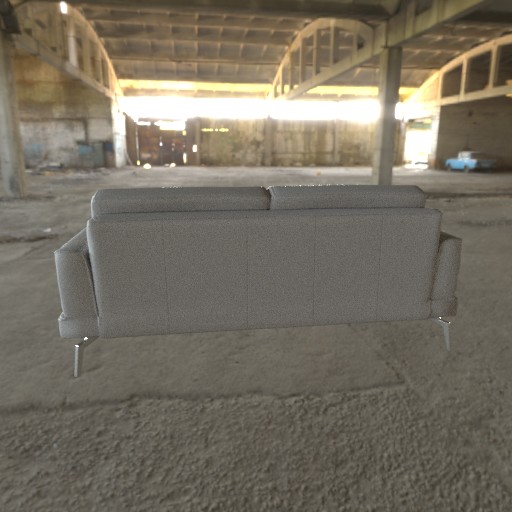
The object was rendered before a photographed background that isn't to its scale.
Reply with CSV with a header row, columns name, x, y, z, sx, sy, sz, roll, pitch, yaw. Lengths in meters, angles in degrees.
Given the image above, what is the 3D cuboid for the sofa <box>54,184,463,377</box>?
name,x,y,z,sx,sy,sz,roll,pitch,yaw
sofa,0.000,0.000,2.783,2.177,0.930,1.121,-2,14,-8
